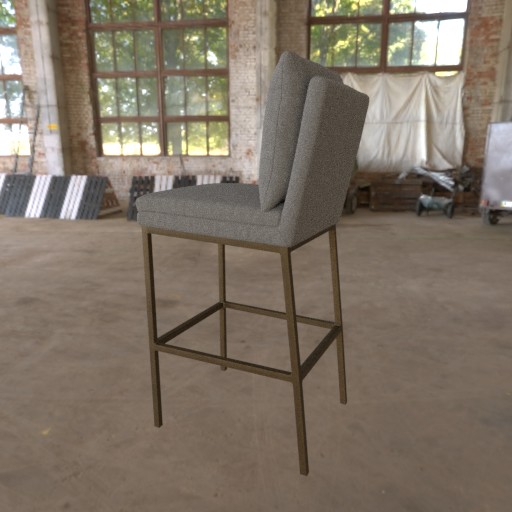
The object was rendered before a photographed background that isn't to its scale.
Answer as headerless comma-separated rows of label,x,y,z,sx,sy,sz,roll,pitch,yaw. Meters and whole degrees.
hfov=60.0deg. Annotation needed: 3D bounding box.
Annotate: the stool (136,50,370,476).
stool,0.000,0.000,1.413,0.569,1.132,0.463,7,16,26
